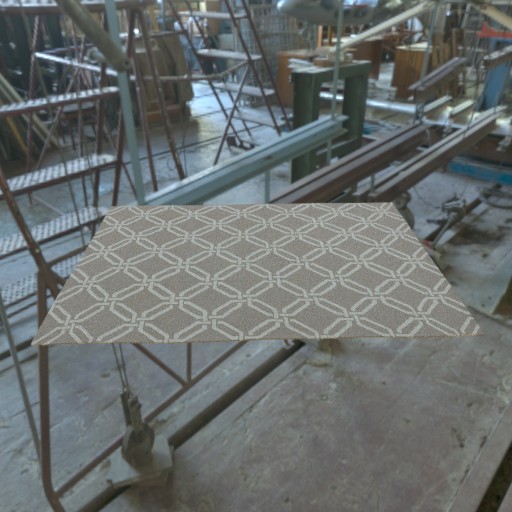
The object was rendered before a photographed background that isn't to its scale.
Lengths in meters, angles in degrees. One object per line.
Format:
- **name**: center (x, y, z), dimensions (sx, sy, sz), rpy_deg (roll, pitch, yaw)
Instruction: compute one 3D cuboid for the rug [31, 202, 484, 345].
- **rug**: center (0.000, 0.000, 2.706), dimensions (2.135, 0.013, 1.524), rpy_deg (-1, 31, -2)
